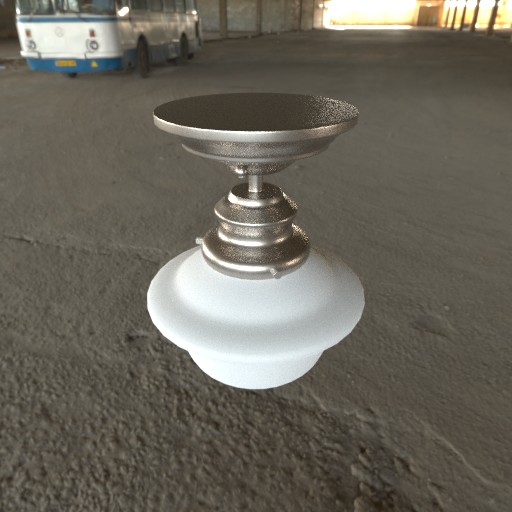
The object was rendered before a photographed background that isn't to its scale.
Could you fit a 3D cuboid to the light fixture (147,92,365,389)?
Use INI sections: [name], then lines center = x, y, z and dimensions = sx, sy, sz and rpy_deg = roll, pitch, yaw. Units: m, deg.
[light fixture]
center = 0.000, 0.000, 0.394
dimensions = 0.199, 0.254, 0.199
rpy_deg = 0, 28, 0
